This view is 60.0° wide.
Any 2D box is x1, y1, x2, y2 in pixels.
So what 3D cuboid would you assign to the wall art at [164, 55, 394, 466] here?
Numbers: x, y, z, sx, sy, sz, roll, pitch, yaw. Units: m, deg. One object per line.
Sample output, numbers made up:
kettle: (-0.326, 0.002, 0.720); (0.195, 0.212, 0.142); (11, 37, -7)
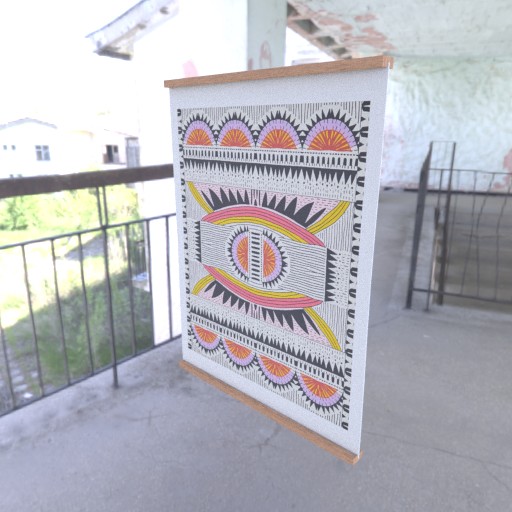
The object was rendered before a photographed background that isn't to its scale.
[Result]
wall art: (0.000, 0.000, 0.787); (0.456, 0.609, 0.028); (15, 22, 41)
